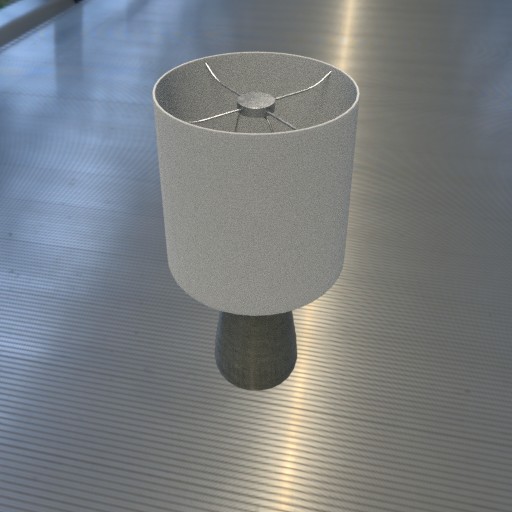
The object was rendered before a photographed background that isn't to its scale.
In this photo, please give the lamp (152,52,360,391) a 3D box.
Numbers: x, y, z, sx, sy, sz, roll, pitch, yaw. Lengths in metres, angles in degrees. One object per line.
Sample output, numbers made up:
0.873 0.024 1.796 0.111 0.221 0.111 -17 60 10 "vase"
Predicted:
0.000 0.000 0.480 0.186 0.369 0.186 0 43 0 "lamp"
